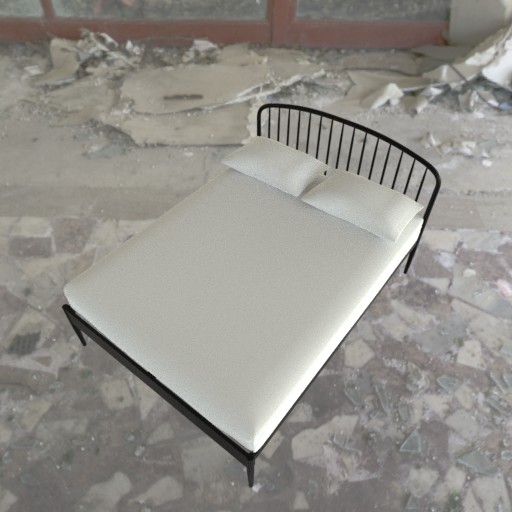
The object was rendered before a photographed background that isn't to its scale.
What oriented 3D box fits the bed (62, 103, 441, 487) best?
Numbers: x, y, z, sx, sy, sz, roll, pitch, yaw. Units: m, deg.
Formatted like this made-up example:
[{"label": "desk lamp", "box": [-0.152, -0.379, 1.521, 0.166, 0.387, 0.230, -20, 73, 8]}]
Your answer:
[{"label": "bed", "box": [0.000, 0.000, 3.109, 1.618, 1.166, 2.159, 29, 53, 25]}]
